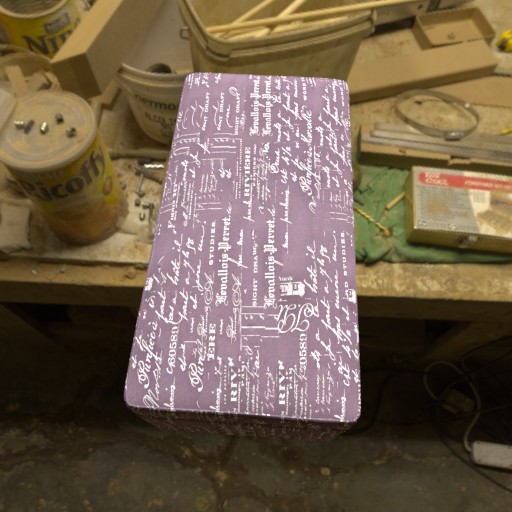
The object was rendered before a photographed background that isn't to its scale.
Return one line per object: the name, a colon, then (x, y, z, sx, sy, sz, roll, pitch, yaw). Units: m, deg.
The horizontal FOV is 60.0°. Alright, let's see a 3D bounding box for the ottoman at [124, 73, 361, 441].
ottoman: (0.000, 0.000, 1.087, 0.406, 0.457, 0.813, 3, 63, 2)
